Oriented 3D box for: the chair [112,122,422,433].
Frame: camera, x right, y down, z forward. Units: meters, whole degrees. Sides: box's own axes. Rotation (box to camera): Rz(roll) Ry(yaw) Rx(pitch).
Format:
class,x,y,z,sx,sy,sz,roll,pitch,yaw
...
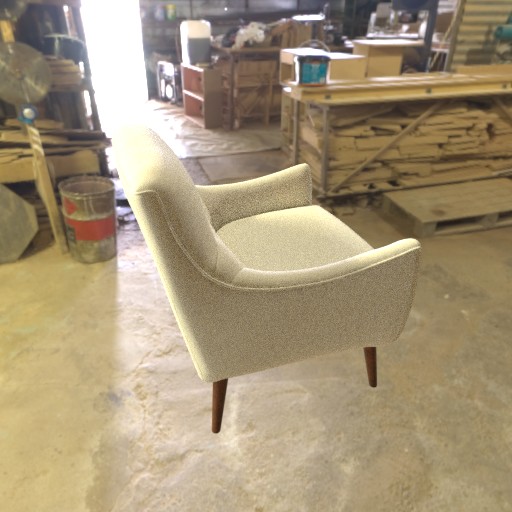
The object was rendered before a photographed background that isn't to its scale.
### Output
class,x,y,z,sx,sy,sz,roll,pitch,yaw
chair,0.000,0.000,1.470,0.787,0.838,0.762,-10,31,-17
